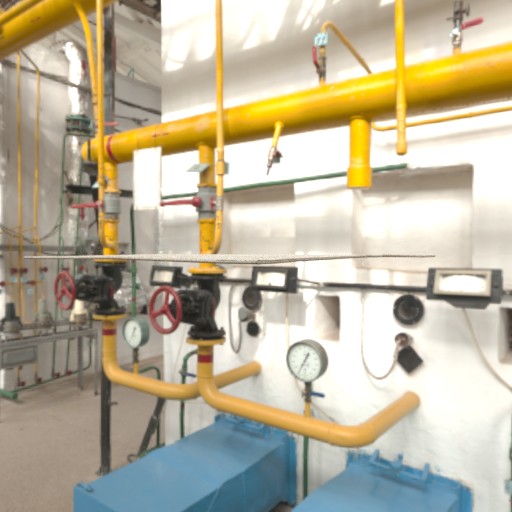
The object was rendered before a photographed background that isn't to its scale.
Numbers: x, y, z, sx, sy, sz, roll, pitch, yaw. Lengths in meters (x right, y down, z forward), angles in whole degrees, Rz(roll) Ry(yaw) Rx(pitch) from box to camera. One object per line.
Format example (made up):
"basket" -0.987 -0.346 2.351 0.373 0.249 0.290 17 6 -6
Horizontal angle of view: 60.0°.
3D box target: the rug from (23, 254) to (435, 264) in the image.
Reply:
"rug" 0.000 0.000 4.780 2.757 0.051 3.626 0 1 37
